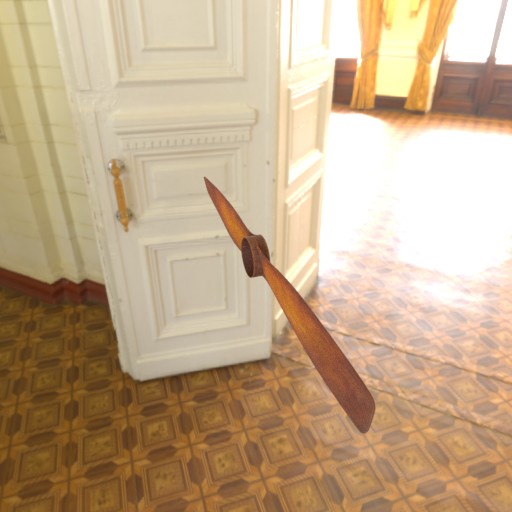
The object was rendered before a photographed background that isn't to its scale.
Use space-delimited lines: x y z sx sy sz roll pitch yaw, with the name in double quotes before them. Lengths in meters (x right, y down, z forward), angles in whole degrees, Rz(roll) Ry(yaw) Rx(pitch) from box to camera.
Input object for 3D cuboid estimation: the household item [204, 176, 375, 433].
"household item" 0.000 0.000 1.223 0.051 0.121 1.181 -10 31 -16
